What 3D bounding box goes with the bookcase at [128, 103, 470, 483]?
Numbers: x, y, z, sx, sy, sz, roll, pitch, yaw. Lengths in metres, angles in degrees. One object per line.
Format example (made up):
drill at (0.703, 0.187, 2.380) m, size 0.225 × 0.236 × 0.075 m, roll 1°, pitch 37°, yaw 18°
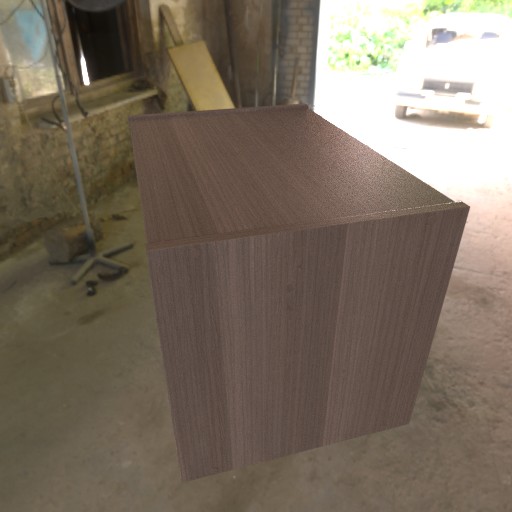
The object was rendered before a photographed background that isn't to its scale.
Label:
bookcase at (0.000, 0.000, 0.620) m, size 0.290 × 0.305 × 0.415 m, roll -8°, pitch 33°, yaw -13°
